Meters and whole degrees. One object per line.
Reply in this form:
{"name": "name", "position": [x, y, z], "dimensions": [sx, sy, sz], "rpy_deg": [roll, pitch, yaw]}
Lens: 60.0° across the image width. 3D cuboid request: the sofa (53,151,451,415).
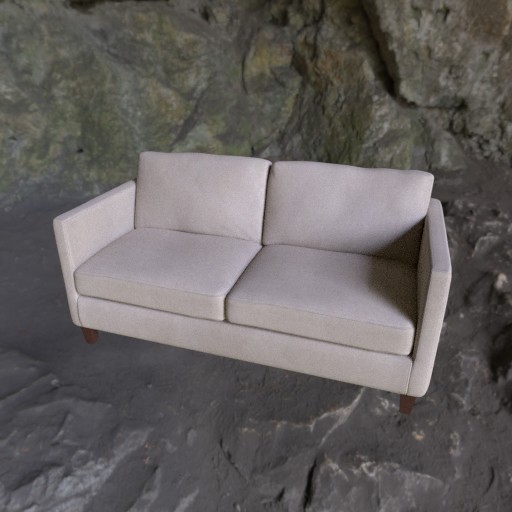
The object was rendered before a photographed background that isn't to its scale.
{"name": "sofa", "position": [0.000, 0.000, 2.393], "dimensions": [1.846, 0.940, 0.950], "rpy_deg": [8, 27, 16]}
